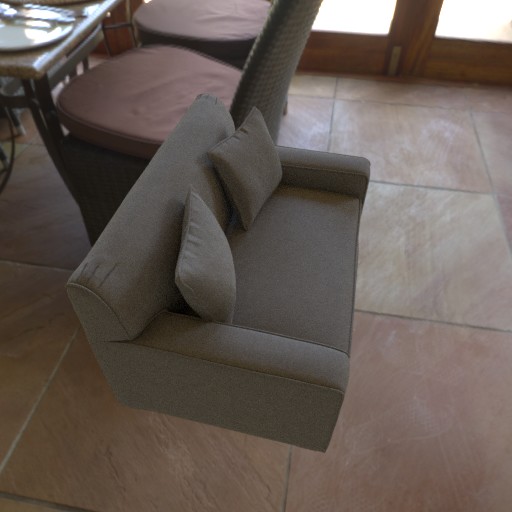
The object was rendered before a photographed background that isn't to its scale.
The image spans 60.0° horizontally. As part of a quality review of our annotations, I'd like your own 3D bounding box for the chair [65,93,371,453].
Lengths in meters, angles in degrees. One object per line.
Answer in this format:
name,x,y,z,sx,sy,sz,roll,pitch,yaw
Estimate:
chair,0.000,0.000,2.094,0.992,0.953,1.395,10,47,9
